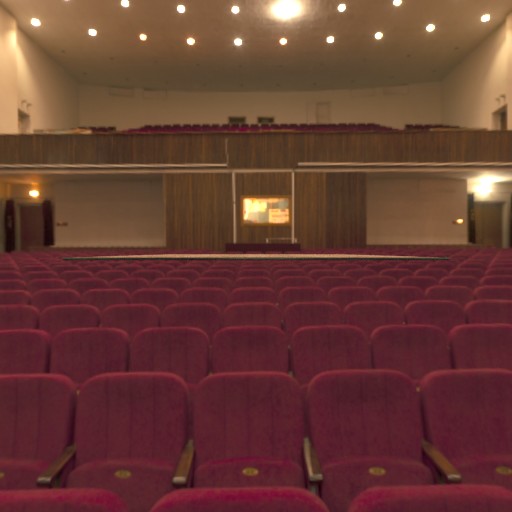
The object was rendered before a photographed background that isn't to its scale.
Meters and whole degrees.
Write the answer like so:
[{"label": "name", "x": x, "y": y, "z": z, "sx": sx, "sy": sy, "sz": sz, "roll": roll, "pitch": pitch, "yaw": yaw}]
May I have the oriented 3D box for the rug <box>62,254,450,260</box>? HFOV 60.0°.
[{"label": "rug", "x": 0.000, "y": 0.000, "z": 2.302, "sx": 1.221, "sy": 0.009, "sz": 1.825, "roll": 0, "pitch": 1, "yaw": 0}]
